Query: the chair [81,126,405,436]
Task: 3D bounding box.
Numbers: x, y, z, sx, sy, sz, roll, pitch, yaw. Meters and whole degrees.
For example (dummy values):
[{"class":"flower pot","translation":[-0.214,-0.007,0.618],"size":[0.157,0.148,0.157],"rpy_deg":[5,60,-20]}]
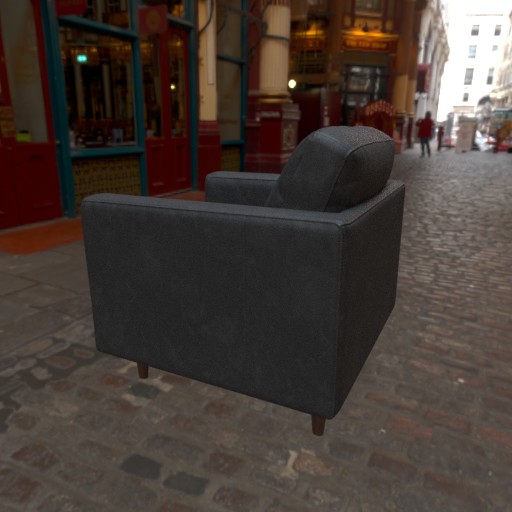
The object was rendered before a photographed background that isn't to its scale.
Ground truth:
[{"class":"chair","translation":[0.000,0.000,1.589],"size":[0.879,0.898,0.831],"rpy_deg":[8,19,26]}]
